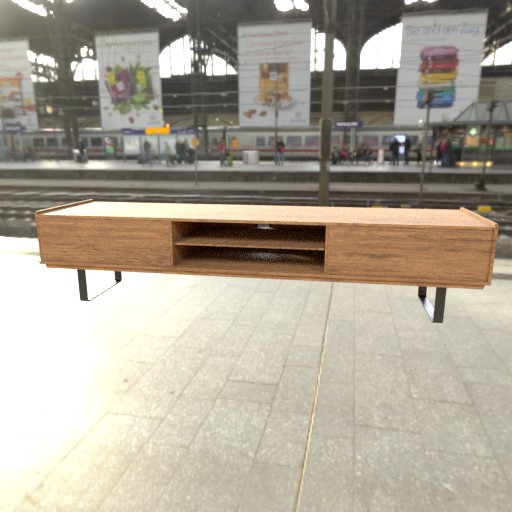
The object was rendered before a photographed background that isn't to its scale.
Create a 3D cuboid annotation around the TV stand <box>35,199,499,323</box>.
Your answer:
[{"bbox_3d":[0.000,0.000,1.963,1.796,0.415,0.467,2,14,9],"label":"TV stand"}]
